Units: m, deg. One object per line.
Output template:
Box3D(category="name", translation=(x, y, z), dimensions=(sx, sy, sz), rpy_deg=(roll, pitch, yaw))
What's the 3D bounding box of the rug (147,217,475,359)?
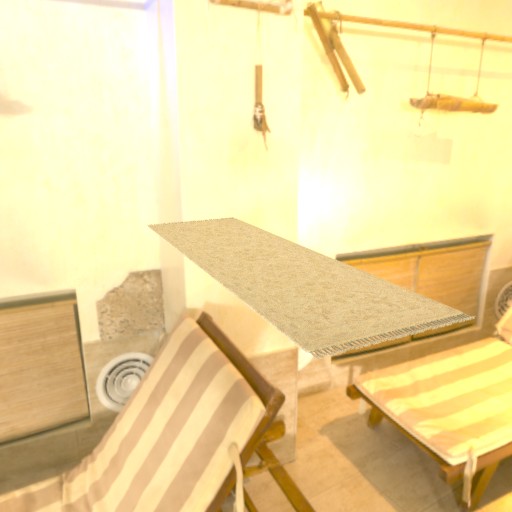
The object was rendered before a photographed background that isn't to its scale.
Box3D(category="rug", translation=(0.000, 0.000, 2.789), dimensions=(0.795, 0.015, 2.544), rpy_deg=(-8, 17, -25))
